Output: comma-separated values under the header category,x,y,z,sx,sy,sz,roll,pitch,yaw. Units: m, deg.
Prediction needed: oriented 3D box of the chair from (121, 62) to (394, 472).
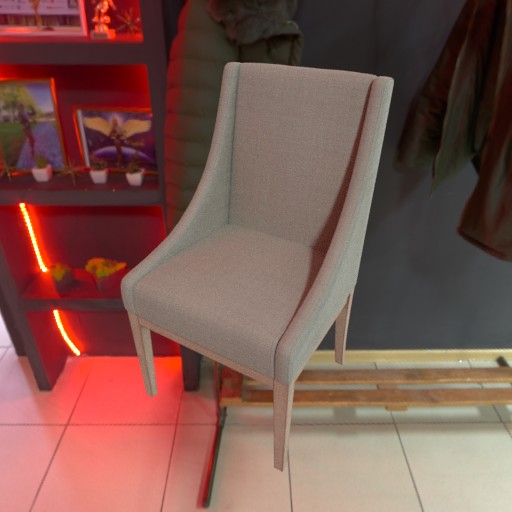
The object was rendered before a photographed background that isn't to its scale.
category,x,y,z,sx,sy,sz,roll,pitch,yaw
chair,0.000,0.000,1.376,0.575,1.021,0.611,18,36,27
